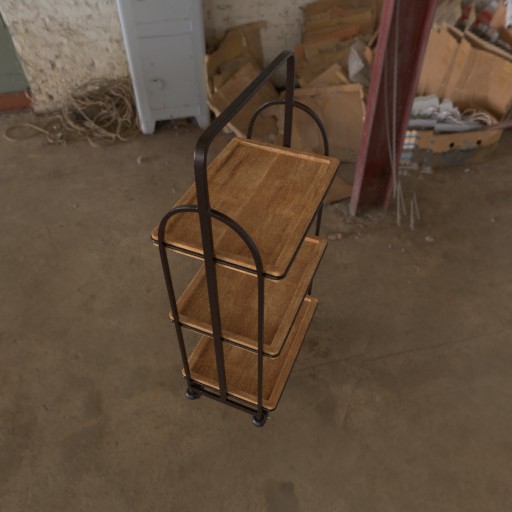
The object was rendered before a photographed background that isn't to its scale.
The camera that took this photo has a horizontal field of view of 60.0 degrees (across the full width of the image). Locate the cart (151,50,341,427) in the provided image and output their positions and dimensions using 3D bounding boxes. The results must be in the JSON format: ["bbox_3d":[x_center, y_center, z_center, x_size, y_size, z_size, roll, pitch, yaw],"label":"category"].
[{"bbox_3d":[0.000,0.000,1.264,0.327,1.001,0.553,16,47,16],"label":"cart"}]
